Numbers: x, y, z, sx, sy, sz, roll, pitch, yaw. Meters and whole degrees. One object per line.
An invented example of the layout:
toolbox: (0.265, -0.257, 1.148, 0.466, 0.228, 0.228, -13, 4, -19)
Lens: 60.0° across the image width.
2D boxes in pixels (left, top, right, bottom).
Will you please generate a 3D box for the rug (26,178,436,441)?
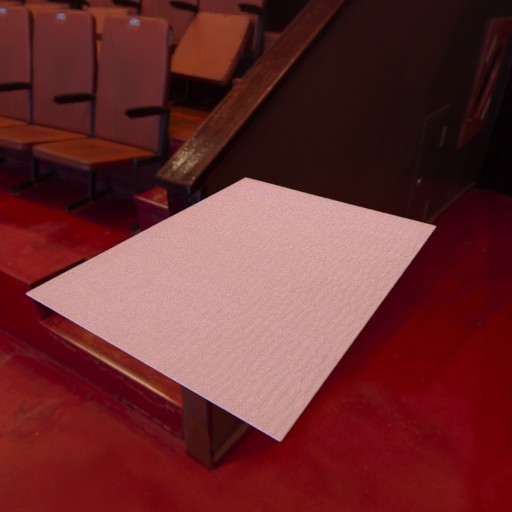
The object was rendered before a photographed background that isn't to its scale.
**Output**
rug: (0.000, 0.000, 4.066, 2.410, 0.021, 3.055, 20, 36, 29)
